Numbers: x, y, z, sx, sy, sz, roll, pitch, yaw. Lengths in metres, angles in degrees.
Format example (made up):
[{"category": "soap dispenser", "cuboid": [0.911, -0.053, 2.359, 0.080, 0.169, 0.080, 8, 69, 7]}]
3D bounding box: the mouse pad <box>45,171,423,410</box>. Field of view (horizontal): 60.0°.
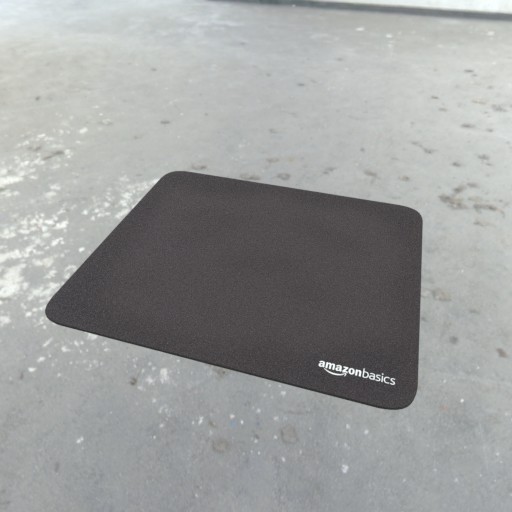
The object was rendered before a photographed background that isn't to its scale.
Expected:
[{"category": "mouse pad", "cuboid": [0.000, 0.000, 0.348, 0.249, 0.002, 0.211, 11, 42, 13]}]
